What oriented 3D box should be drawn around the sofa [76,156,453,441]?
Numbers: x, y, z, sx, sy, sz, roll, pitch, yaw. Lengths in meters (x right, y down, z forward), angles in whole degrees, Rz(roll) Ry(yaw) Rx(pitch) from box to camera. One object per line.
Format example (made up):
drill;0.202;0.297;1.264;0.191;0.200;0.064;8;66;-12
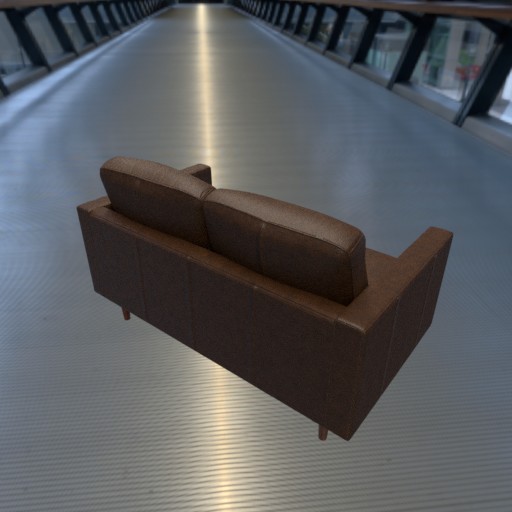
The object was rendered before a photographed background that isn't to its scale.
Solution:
sofa;0.000;0.000;2.196;1.578;0.951;0.909;21;36;33
